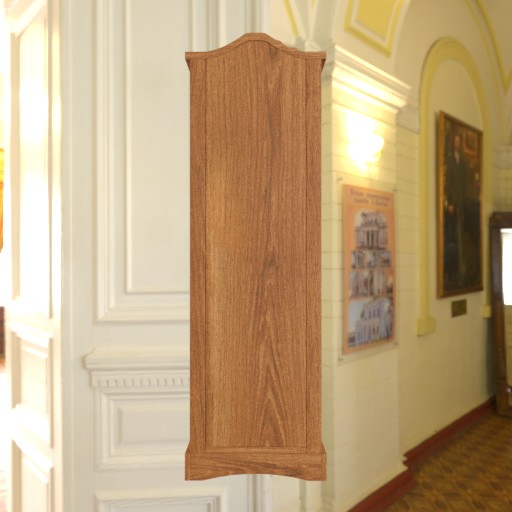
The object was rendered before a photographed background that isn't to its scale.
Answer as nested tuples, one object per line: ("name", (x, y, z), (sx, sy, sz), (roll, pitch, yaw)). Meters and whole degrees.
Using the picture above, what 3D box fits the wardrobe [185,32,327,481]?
("wardrobe", (0.000, 0.000, 2.129), (0.590, 1.870, 0.570), (0, 0, 0))
